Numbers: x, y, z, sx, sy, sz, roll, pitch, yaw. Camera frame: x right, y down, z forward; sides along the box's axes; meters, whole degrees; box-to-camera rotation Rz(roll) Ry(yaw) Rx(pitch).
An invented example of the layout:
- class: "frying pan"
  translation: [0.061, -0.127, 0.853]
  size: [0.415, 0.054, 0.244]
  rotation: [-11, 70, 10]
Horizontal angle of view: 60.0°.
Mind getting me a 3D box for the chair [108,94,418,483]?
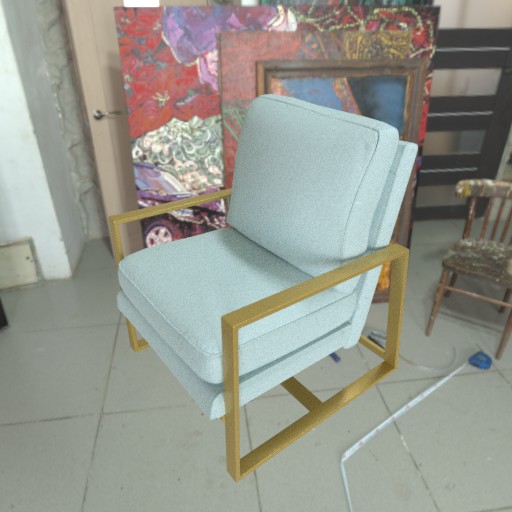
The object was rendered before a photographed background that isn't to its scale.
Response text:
- class: "chair"
  translation: [0.000, 0.000, 1.529]
  size: [0.813, 0.956, 0.758]
  rotation: [-21, 36, -32]
